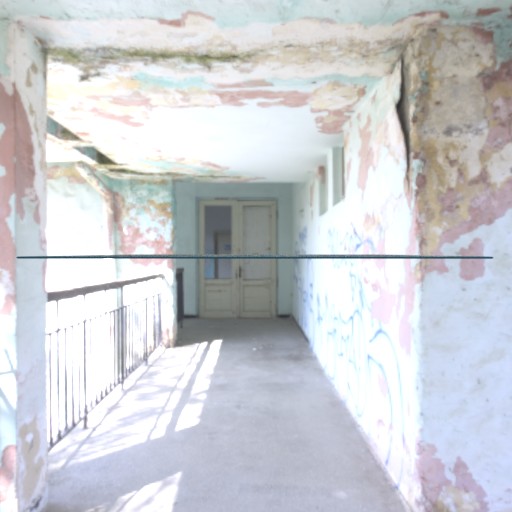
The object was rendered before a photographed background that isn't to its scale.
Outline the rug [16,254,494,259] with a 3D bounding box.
[{"bbox_3d":[0.000,0.000,3.934,3.044,0.015,2.226,0,1,1],"label":"rug"}]
